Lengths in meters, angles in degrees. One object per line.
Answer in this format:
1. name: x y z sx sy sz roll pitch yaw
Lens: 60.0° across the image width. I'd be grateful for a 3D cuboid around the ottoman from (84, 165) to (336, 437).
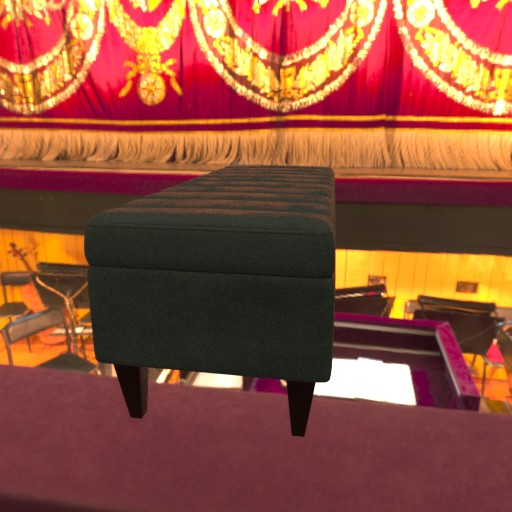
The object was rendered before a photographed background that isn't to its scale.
1. ottoman: 0.000 0.000 1.382 0.482 0.469 1.151 3 16 9
